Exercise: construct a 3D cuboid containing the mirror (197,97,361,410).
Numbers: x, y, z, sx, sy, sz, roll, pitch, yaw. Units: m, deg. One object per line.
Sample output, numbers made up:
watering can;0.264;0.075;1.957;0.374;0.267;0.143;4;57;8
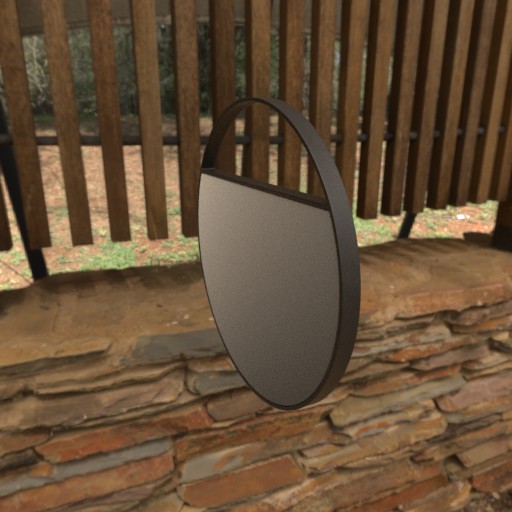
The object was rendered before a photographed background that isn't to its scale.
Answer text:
mirror;0.000;0.000;0.838;0.032;0.565;0.565;-9;19;-26
